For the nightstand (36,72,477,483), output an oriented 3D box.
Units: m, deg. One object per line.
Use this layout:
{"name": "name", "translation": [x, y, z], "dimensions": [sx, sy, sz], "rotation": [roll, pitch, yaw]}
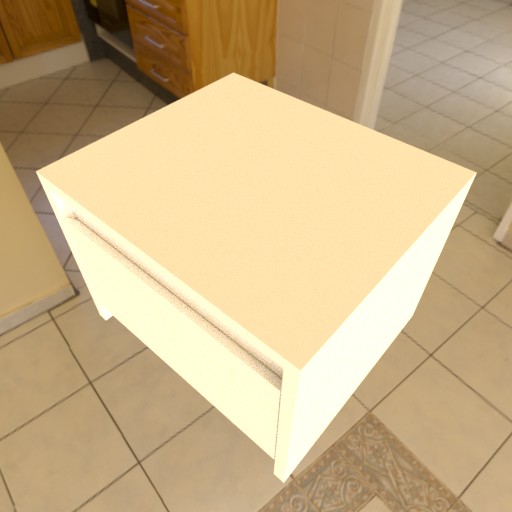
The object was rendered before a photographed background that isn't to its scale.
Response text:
{"name": "nightstand", "translation": [0.000, 0.000, 0.754], "dimensions": [0.470, 0.351, 0.408], "rotation": [33, 55, 27]}
